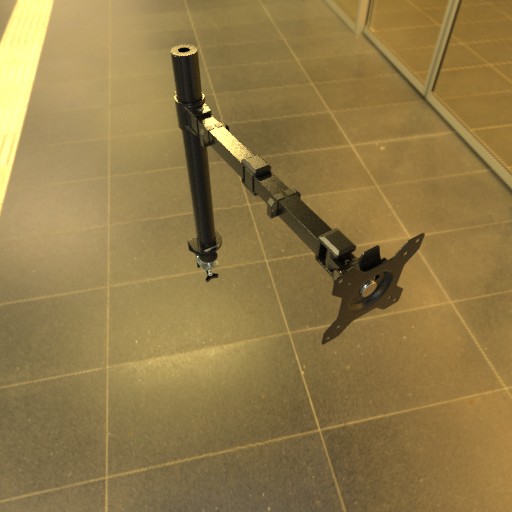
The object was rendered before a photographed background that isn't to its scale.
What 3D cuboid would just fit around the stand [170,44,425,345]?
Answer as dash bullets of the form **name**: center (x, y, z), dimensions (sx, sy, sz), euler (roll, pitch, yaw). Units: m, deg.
- **stand**: center (0.000, 0.000, 0.709), dimensions (0.115, 0.510, 0.456), euler (-25, 52, -21)
